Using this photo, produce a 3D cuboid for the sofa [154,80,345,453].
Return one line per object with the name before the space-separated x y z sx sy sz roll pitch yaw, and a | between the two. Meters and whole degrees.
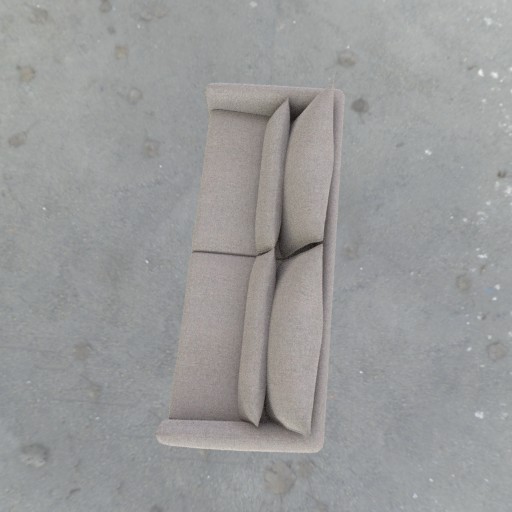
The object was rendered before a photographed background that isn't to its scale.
sofa | 0.000 0.000 2.450 0.809 0.833 2.022 6 76 1
